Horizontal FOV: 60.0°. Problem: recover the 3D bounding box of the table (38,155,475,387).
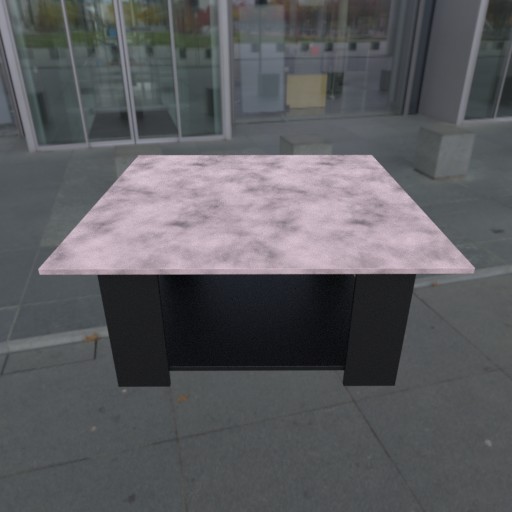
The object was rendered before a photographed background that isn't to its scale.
[{"bbox_3d":[0.000,0.000,1.046,0.670,0.305,0.670,0,27,0],"label":"table"}]
